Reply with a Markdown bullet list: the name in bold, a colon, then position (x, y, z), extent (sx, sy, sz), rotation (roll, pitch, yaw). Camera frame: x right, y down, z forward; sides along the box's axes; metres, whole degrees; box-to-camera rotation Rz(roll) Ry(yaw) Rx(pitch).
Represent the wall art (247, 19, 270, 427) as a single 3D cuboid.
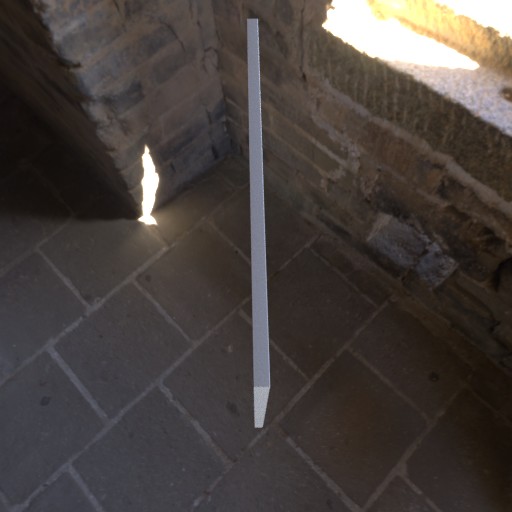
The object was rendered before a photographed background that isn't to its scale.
- **wall art**: position (0.000, 0.000, 0.981), extent (0.020, 0.661, 0.664), rotation (-1, 65, -1)
